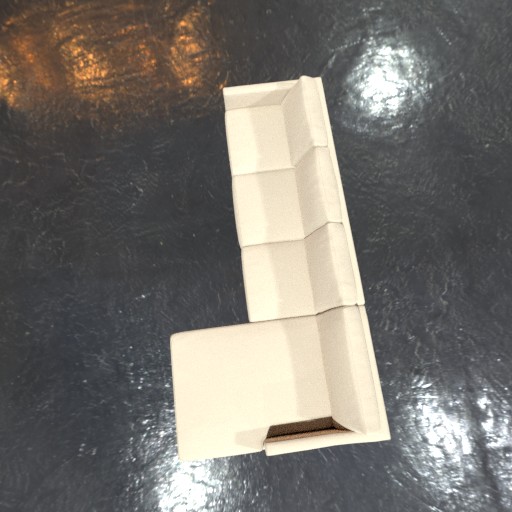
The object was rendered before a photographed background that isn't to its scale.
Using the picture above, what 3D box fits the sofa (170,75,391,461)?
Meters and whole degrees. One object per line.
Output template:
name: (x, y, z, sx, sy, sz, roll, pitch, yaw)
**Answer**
sofa: (0.000, 0.000, 3.896, 1.625, 0.861, 3.186, -7, 74, -2)
